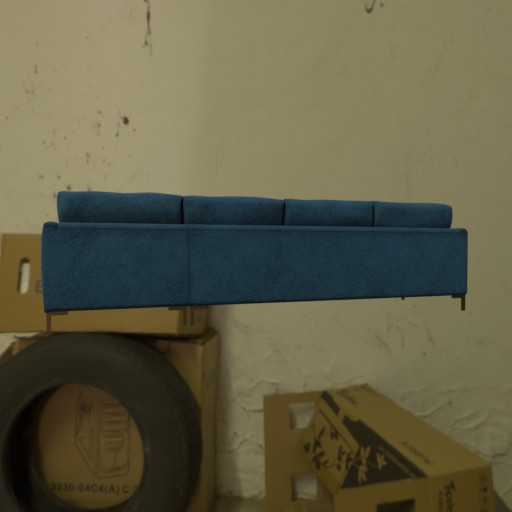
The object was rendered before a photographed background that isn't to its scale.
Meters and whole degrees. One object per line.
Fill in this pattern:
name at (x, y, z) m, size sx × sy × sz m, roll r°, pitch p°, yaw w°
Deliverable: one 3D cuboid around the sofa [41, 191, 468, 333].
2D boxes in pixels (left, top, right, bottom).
sofa at (0.000, 0.000, 3.483) m, size 2.932 × 0.810 × 1.350 m, roll 0°, pitch 1°, yaw -18°
